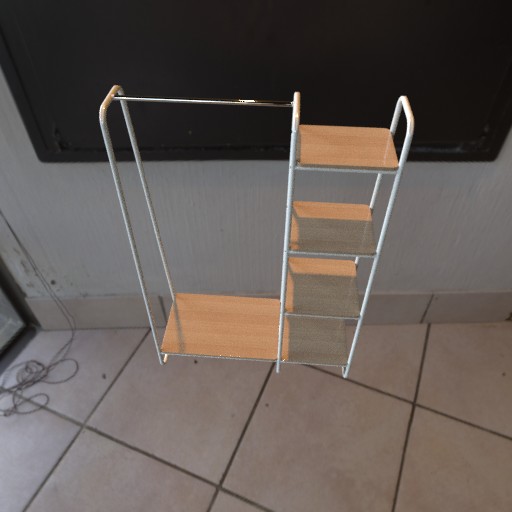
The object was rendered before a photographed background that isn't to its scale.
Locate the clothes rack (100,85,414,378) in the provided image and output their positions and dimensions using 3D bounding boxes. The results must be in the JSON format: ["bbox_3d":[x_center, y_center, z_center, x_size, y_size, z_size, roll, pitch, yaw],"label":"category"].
[{"bbox_3d":[0.000,0.000,2.008,1.011,1.500,0.400,3,47,3],"label":"clothes rack"}]
